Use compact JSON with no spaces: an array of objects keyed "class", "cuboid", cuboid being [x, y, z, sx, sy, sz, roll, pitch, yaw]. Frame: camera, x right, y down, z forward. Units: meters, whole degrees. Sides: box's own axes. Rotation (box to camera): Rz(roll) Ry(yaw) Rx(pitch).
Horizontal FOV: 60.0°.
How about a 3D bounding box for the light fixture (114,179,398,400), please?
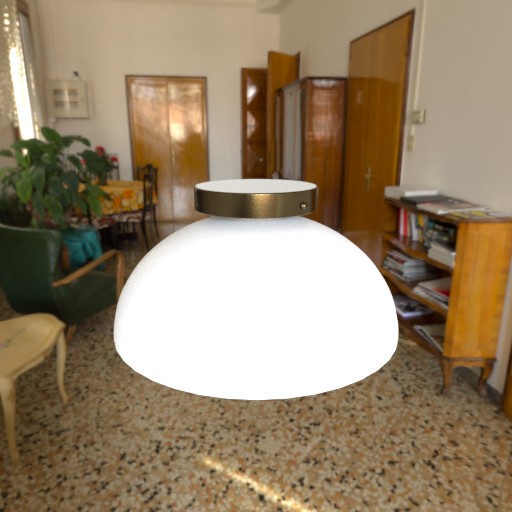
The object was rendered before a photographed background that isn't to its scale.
[{"class":"light fixture","cuboid":[0.000,0.000,0.556,0.355,0.177,0.355,0,16,0]}]
